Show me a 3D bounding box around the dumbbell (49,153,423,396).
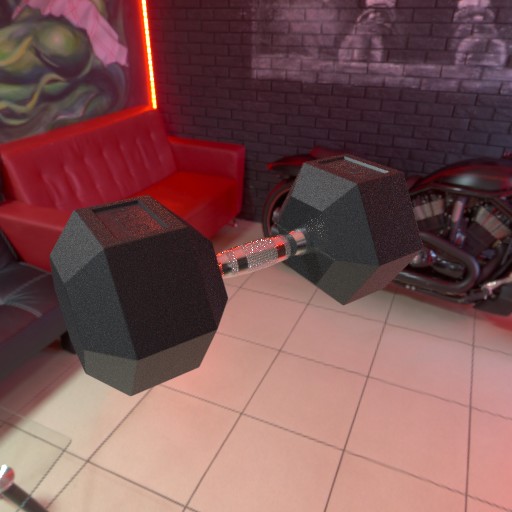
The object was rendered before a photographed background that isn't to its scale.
[{"bbox_3d":[0.000,0.000,0.332,0.271,0.106,0.122,-17,33,-29],"label":"dumbbell"}]
